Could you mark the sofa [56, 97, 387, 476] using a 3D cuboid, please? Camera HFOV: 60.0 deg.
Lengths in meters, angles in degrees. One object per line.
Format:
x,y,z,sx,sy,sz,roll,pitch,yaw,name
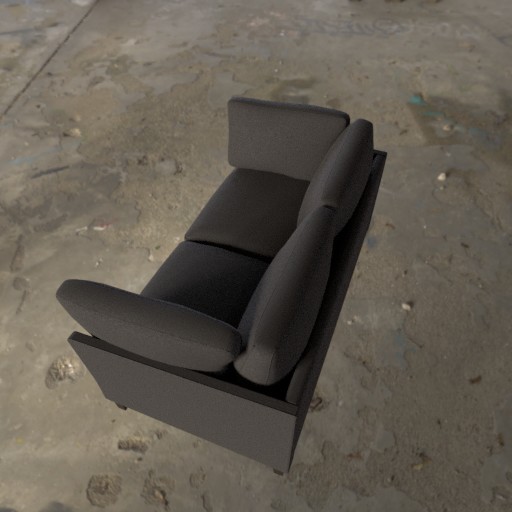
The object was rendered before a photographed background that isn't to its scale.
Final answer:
0.000,0.000,2.310,0.969,0.920,1.751,16,49,15,sofa
